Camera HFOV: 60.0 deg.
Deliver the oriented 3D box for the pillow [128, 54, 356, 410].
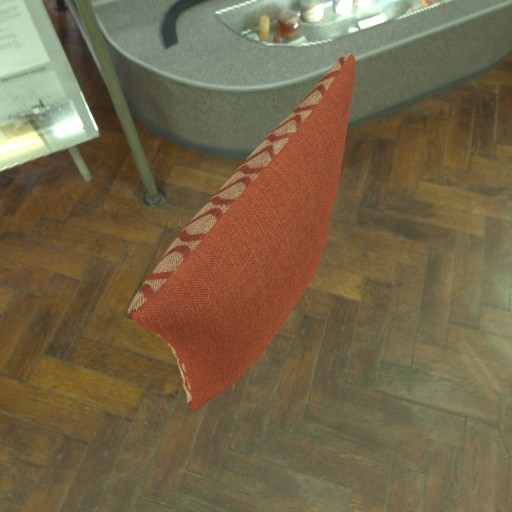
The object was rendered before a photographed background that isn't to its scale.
[{"bbox_3d":[0.000,0.000,0.663,0.159,0.434,0.429,28,65,15],"label":"pillow"}]
